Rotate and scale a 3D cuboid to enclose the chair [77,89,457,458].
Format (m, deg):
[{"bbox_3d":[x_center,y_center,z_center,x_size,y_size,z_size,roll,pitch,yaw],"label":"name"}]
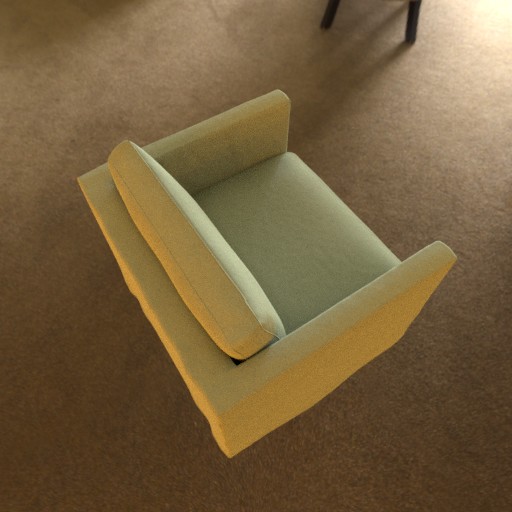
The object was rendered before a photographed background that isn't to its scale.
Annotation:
[{"bbox_3d":[0.000,0.000,1.758,0.949,0.863,1.057,-29,62,-17],"label":"chair"}]
